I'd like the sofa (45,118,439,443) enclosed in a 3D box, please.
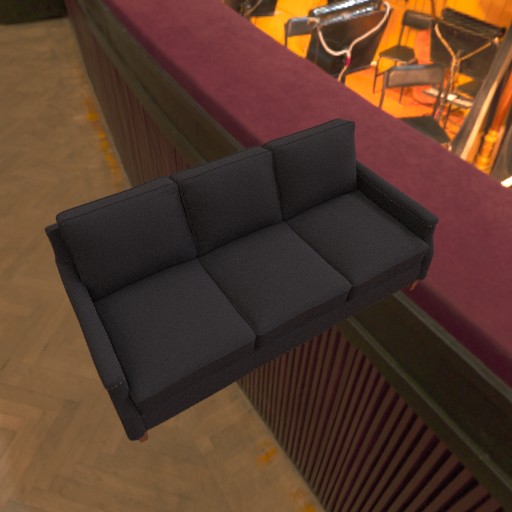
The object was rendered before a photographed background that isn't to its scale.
[{"bbox_3d":[0.000,0.000,2.827,2.246,1.003,1.084,-24,50,-22],"label":"sofa"}]
